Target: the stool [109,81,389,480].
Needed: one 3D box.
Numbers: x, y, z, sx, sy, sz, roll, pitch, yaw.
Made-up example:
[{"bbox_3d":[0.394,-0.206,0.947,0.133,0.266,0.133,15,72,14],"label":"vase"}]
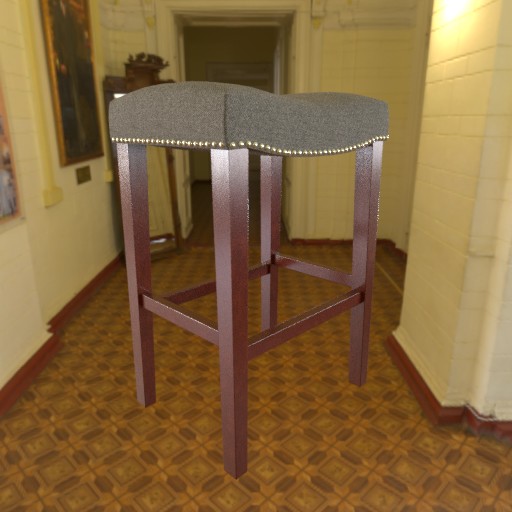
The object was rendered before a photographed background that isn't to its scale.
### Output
[{"bbox_3d":[0.000,0.000,1.047,0.372,0.742,0.504,16,23,42],"label":"stool"}]
